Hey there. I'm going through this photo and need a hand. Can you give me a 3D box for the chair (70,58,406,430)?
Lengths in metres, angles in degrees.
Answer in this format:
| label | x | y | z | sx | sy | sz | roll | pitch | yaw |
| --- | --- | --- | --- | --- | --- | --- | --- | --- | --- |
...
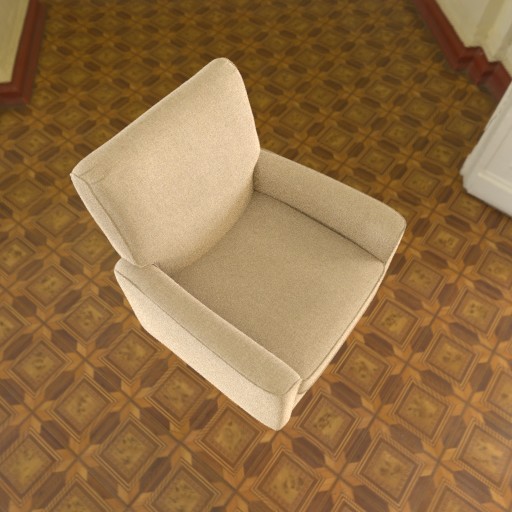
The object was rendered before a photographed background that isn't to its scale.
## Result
| label | x | y | z | sx | sy | sz | roll | pitch | yaw |
| --- | --- | --- | --- | --- | --- | --- | --- | --- | --- |
| chair | 0.000 | 0.000 | 1.662 | 0.859 | 1.023 | 0.845 | 33 | 64 | 18 |
